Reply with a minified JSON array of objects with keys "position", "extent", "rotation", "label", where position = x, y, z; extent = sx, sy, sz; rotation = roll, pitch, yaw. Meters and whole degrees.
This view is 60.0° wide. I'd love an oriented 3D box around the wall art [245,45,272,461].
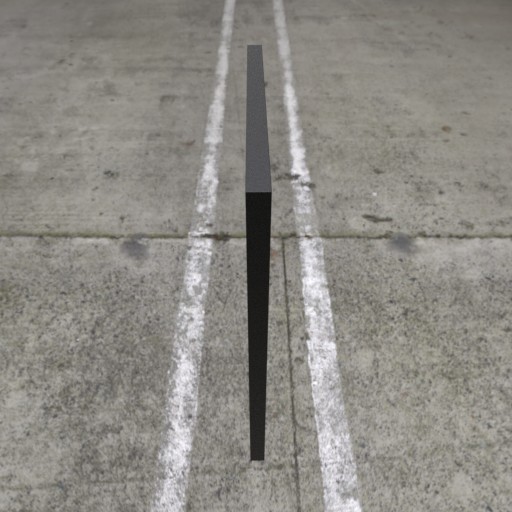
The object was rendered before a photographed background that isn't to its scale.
[{"position":[0.000,0.000,0.547],"extent":[0.018,0.397,0.325],"rotation":[0,41,0],"label":"wall art"}]
